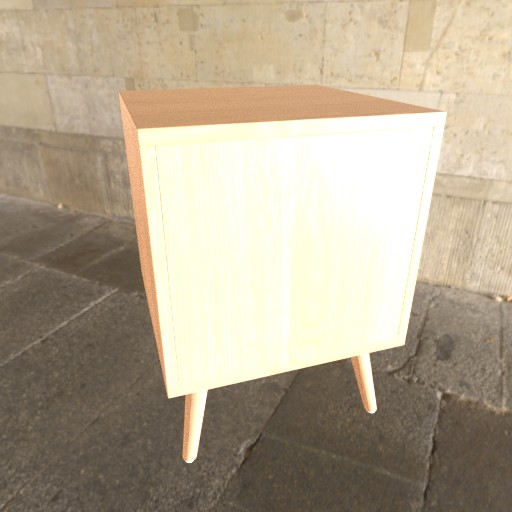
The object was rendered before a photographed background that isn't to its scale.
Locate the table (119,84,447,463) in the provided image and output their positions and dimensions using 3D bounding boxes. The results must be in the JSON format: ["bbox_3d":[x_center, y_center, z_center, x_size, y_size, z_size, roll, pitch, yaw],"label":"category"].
[{"bbox_3d":[0.000,0.000,0.821,0.400,0.550,0.400,-8,27,-16],"label":"table"}]
